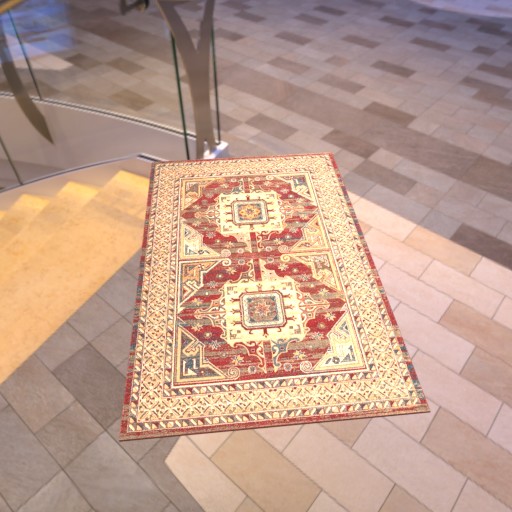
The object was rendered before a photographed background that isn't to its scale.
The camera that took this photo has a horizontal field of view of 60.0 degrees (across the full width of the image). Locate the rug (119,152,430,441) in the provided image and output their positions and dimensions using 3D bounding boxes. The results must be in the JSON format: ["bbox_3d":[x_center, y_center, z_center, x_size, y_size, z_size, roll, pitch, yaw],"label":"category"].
[{"bbox_3d":[0.000,0.000,5.858,3.033,0.033,4.578,-4,46,-4],"label":"rug"}]
